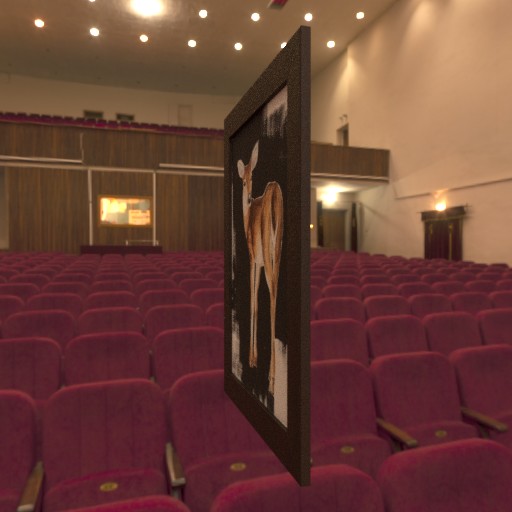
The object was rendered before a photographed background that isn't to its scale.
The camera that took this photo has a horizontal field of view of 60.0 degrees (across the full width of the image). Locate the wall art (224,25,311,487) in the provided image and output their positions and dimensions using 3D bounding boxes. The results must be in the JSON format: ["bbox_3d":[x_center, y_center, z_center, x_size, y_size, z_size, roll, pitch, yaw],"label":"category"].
[{"bbox_3d":[0.000,0.000,0.659,0.013,0.508,0.359,0,0,-18],"label":"wall art"}]
